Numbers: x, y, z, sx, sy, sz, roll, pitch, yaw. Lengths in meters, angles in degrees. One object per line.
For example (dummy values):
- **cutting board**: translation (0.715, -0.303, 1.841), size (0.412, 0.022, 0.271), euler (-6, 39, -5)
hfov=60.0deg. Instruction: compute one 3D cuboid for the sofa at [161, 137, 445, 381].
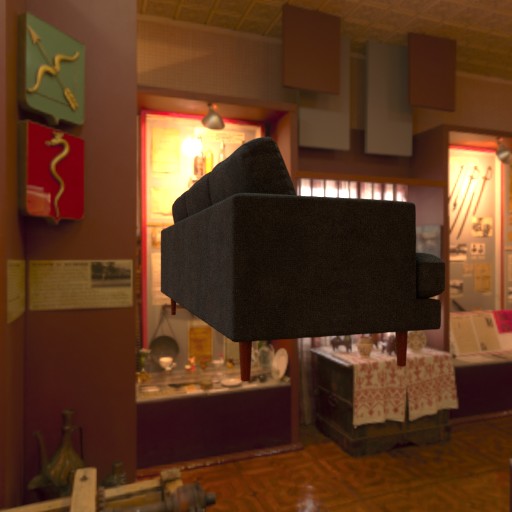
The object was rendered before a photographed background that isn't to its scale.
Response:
- **sofa**: translation (0.000, 0.000, 2.694), size (0.903, 0.930, 2.246), euler (0, 0, -18)
